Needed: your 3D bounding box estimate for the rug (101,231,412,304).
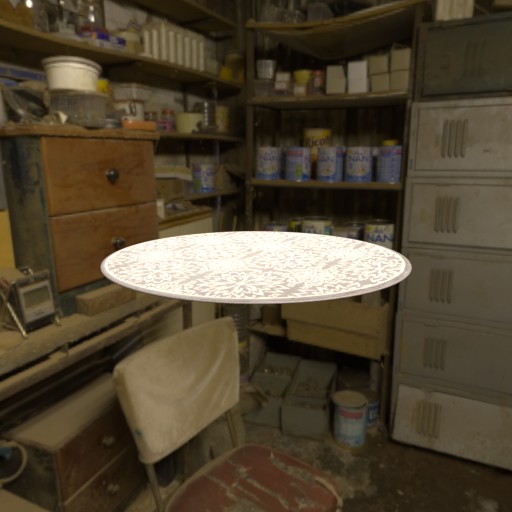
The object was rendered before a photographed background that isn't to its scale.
[{"bbox_3d":[0.000,0.000,2.398,1.593,0.012,1.593,0,13,0],"label":"rug"}]
